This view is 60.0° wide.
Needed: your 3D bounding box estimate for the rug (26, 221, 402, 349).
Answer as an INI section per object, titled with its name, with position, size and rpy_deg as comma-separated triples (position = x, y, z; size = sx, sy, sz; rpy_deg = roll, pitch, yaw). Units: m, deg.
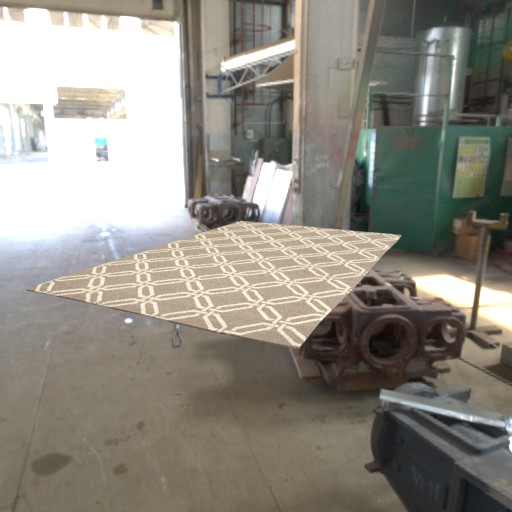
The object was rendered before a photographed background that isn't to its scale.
[rug]
position = 0.000, 0.000, 2.224
size = 1.142, 0.010, 1.748
rpy_deg = 7, 16, 26
